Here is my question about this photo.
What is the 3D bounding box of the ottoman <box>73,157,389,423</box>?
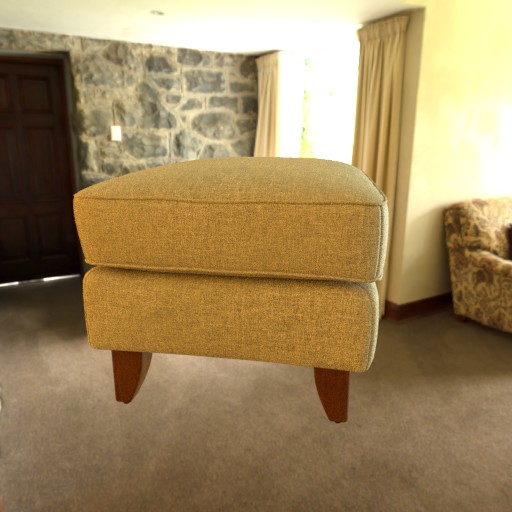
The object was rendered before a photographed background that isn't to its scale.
[{"bbox_3d":[0.000,0.000,1.311,0.661,0.561,0.889,3,15,10],"label":"ottoman"}]
